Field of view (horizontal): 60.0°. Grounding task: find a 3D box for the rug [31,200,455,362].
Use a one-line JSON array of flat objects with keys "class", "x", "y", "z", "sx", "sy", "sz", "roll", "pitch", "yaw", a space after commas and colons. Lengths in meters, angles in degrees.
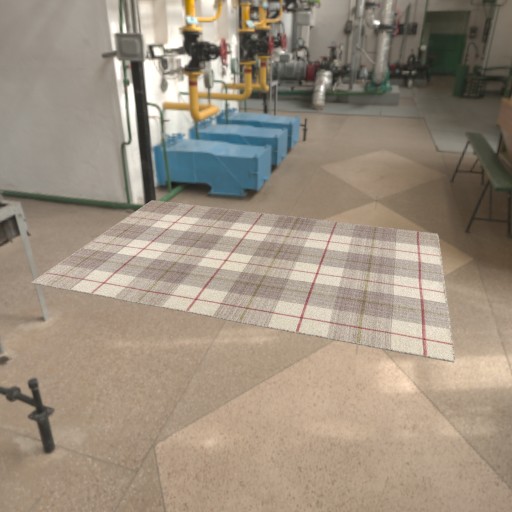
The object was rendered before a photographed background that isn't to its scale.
[{"class": "rug", "x": 0.000, "y": 0.000, "z": 3.080, "sx": 2.464, "sy": 0.010, "sz": 1.549, "roll": 8, "pitch": 28, "yaw": 15}]
